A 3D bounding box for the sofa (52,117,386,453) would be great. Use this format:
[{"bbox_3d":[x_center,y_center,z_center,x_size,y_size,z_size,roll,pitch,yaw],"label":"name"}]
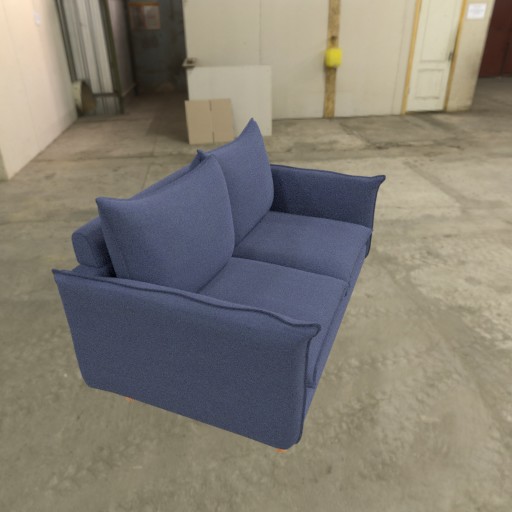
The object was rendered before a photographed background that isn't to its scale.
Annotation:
[{"bbox_3d":[0.000,0.000,1.794,0.820,0.840,1.300,11,31,19],"label":"sofa"}]
